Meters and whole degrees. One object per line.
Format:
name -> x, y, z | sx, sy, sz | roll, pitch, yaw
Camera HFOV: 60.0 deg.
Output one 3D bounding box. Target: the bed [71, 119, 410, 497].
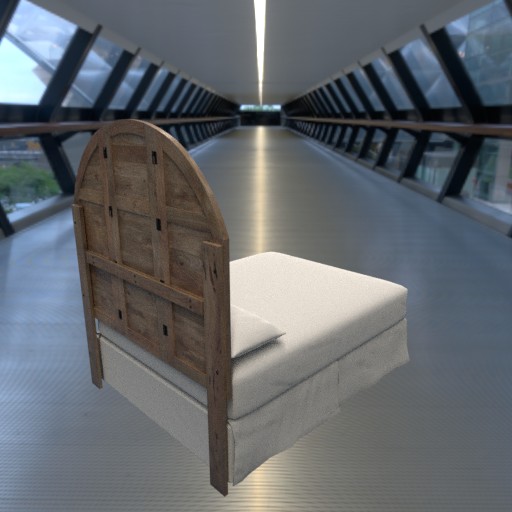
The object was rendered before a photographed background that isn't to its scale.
bed -> 0.000, 0.000, 3.430 | 2.112, 2.002, 1.713 | -16, 22, -43
